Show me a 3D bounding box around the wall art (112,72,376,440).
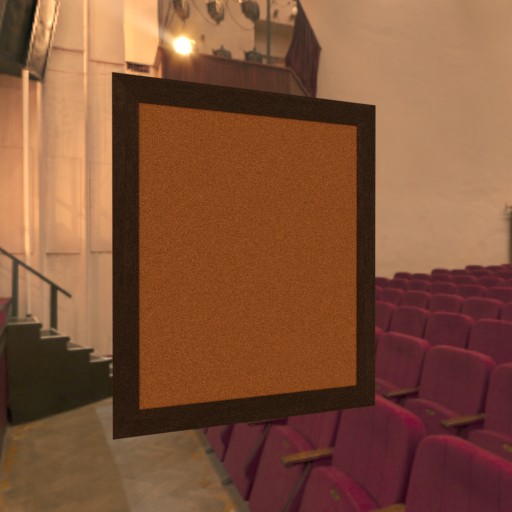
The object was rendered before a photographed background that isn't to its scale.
[{"bbox_3d":[0.000,0.000,0.771,0.476,0.570,0.013,0,0,-19],"label":"wall art"}]
